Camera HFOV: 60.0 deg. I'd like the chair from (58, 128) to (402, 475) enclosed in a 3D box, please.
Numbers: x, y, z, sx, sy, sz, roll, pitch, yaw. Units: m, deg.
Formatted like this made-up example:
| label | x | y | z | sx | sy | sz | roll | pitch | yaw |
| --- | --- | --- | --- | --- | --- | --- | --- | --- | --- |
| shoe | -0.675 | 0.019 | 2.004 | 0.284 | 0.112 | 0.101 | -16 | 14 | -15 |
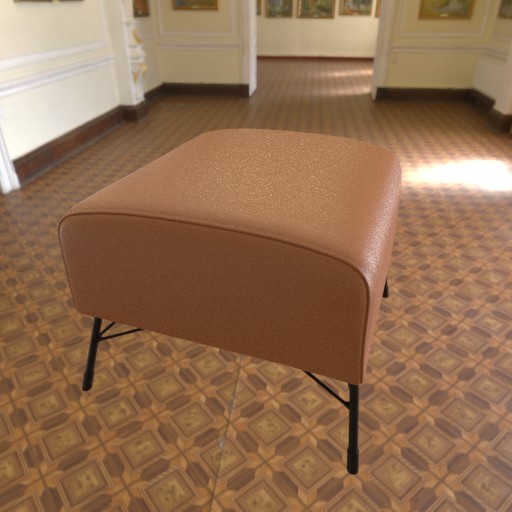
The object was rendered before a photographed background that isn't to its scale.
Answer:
| label | x | y | z | sx | sy | sz | roll | pitch | yaw |
| --- | --- | --- | --- | --- | --- | --- | --- | --- | --- |
| chair | 0.000 | 0.000 | 0.889 | 0.530 | 0.410 | 0.530 | 10 | 31 | 17 |
